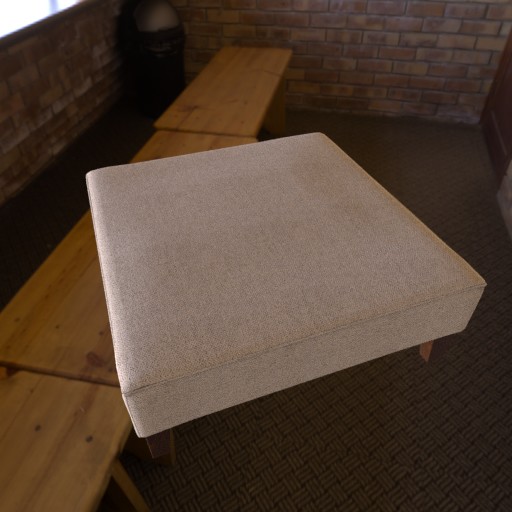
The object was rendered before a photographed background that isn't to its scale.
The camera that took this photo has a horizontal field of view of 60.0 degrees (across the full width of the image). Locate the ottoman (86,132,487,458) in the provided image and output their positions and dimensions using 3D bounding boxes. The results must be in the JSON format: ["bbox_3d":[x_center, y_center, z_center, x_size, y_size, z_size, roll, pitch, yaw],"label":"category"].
[{"bbox_3d":[0.000,0.000,1.491,0.973,0.381,0.982,-14,43,-15],"label":"ottoman"}]
